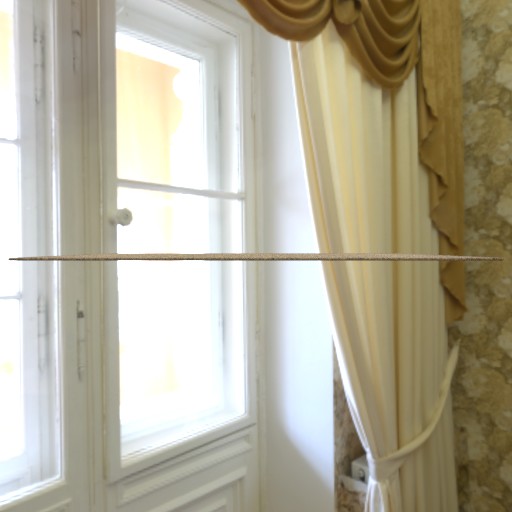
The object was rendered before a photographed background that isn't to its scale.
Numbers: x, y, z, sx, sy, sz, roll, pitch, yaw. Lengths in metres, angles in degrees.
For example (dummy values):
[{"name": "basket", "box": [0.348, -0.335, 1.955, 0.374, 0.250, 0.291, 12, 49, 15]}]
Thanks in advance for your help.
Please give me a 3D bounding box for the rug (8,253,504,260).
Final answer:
[{"name": "rug", "box": [0.000, 0.000, 2.809, 2.283, 0.013, 1.547, 0, 1, 0]}]
